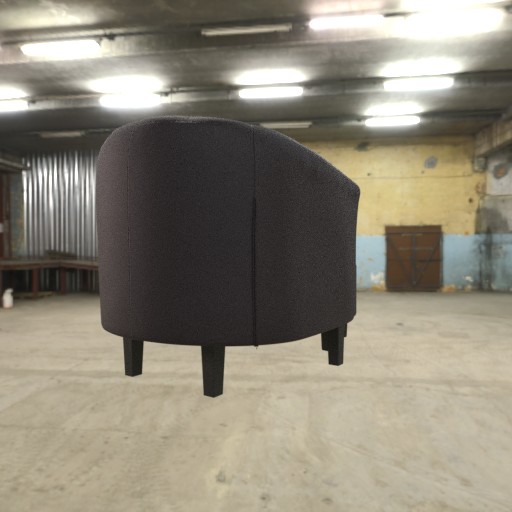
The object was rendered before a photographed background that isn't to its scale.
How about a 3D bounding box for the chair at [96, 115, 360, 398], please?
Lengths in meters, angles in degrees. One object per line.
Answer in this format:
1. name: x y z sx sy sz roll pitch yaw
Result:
1. chair: 0.000 0.000 1.677 0.763 0.760 1.191 0 1 36
